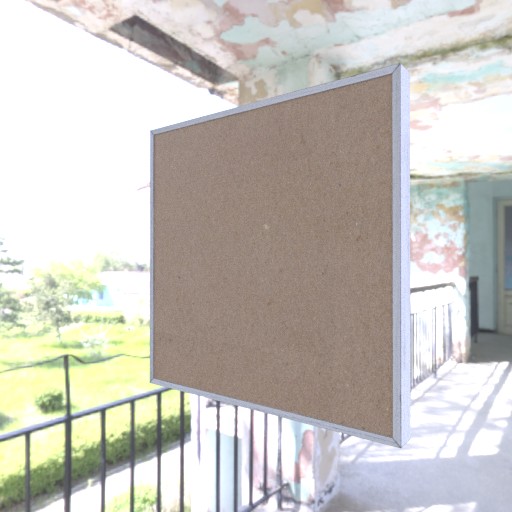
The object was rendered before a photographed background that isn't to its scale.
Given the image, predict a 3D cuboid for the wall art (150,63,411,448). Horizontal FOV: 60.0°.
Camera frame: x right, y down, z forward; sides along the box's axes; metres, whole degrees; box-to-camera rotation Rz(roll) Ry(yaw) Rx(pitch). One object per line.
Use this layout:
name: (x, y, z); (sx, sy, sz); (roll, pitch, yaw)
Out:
wall art: (0.000, 0.000, 0.753); (0.508, 0.508, 0.038); (0, 0, 37)
